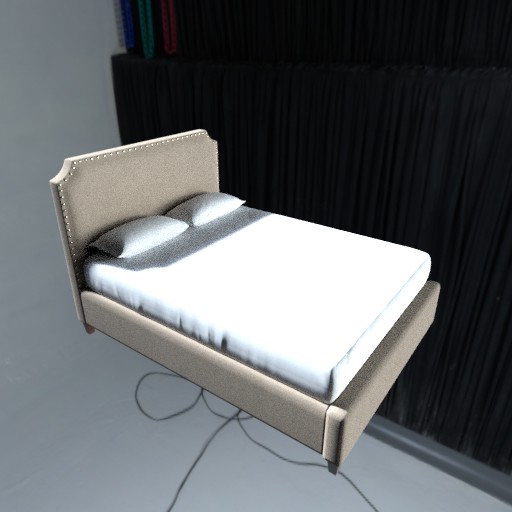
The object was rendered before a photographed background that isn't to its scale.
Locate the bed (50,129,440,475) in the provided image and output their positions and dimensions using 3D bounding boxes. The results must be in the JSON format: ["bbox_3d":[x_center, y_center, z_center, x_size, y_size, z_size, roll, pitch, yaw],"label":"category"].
[{"bbox_3d":[0.000,0.000,3.327,2.329,1.415,1.703,18,31,32],"label":"bed"}]
